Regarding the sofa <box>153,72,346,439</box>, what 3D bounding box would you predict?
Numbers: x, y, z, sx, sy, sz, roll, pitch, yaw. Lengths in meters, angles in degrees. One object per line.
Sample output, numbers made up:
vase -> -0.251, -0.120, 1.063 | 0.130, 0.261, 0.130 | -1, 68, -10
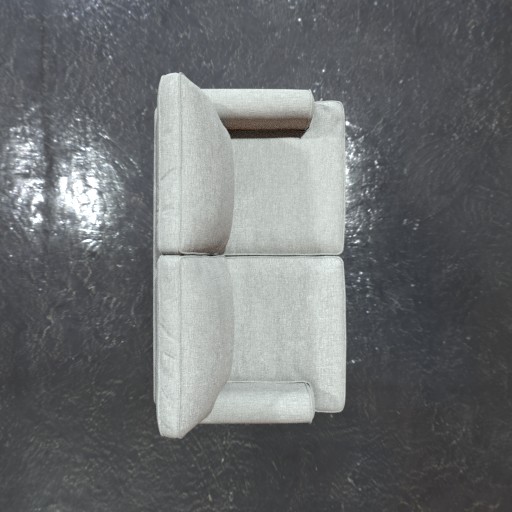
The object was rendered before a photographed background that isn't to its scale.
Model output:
sofa -> 0.000, 0.000, 2.268 | 0.965, 0.965, 1.651 | 0, 89, -1
